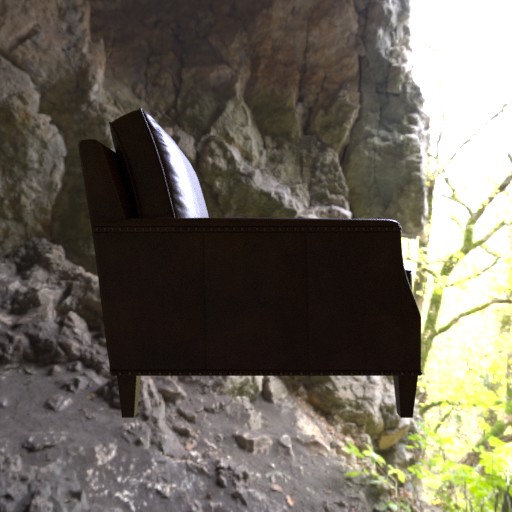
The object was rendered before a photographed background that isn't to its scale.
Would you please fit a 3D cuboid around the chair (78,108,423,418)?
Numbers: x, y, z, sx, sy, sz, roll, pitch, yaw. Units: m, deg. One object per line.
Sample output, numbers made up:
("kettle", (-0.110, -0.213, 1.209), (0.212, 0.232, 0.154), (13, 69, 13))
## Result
("chair", (0.000, 0.000, 1.683), (1.014, 0.929, 0.853), (0, 1, 0))
